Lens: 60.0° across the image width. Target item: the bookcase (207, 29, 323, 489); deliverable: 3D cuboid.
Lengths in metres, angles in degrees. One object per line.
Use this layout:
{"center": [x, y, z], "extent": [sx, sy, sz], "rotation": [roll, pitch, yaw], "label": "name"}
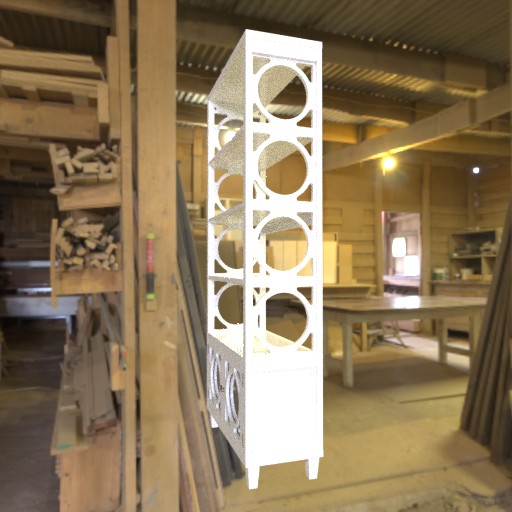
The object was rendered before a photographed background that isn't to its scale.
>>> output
{"center": [0.000, 0.000, 2.156], "extent": [0.361, 1.869, 0.761], "rotation": [0, -1, -18], "label": "bookcase"}
